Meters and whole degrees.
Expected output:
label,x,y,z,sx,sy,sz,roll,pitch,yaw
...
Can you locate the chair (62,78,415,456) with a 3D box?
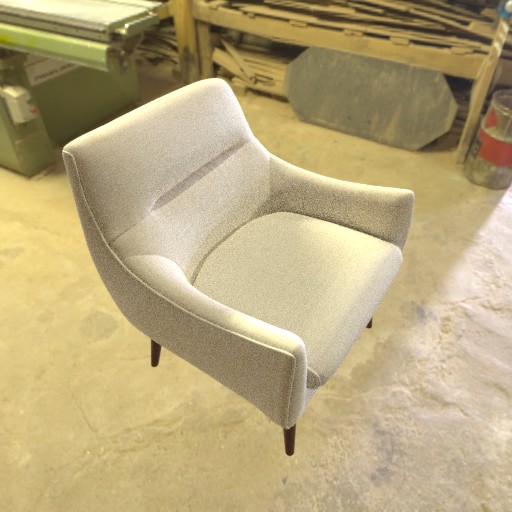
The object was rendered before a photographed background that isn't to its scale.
label,x,y,z,sx,sy,sz,roll,pitch,yaw
chair,0.000,0.000,1.386,0.787,0.838,0.762,24,47,25
